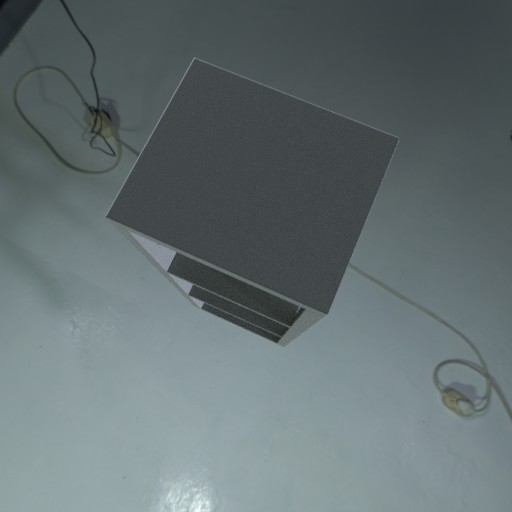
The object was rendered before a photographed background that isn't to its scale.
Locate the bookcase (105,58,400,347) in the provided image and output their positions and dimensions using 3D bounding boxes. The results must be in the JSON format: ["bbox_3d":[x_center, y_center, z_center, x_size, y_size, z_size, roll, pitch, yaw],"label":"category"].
[{"bbox_3d":[0.000,0.000,1.260,0.390,1.080,0.330,23,77,6],"label":"bookcase"}]
